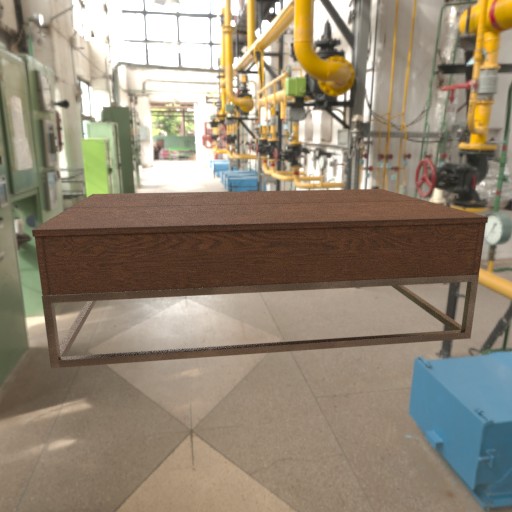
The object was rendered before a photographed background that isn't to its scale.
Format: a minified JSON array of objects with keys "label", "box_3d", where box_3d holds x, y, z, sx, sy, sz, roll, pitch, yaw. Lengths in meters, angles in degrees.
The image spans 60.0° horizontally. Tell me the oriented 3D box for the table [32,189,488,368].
[{"label":"table","box_3d":[0.000,0.000,1.508,1.167,0.361,0.719,-2,15,-8]}]
